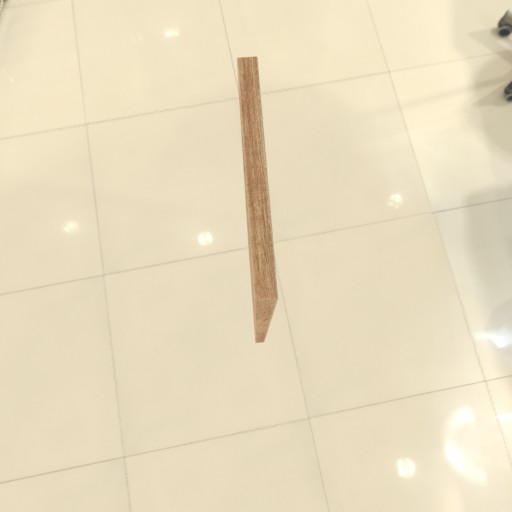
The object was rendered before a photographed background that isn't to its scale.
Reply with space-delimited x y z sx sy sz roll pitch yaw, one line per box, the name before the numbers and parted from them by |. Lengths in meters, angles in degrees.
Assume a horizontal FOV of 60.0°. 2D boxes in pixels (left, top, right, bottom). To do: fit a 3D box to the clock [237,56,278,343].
clock | 0.000 0.000 1.073 0.030 0.965 0.361 -4 76 -1
